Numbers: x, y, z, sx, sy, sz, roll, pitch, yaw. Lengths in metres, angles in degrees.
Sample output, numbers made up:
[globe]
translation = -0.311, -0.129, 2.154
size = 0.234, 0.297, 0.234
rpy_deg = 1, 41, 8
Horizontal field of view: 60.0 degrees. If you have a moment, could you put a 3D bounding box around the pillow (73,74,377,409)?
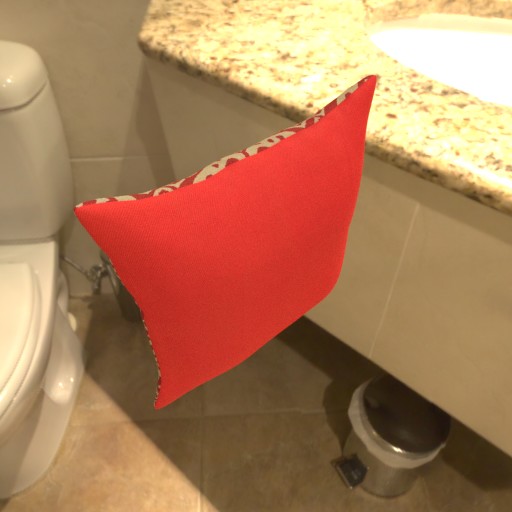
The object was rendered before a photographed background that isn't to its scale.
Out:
[pillow]
translation = 0.000, 0.000, 0.785
size = 0.522, 0.507, 0.192
rpy_deg = -32, 54, -26
